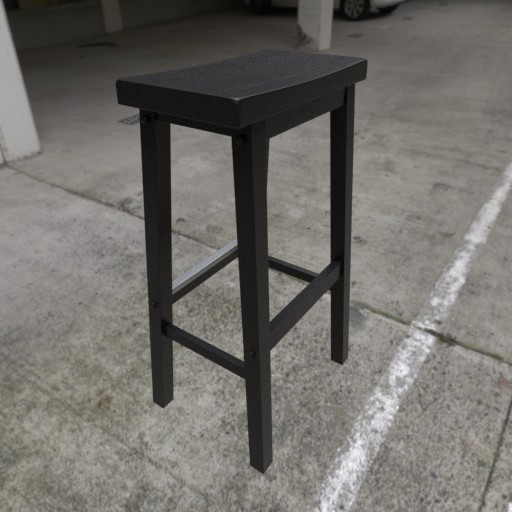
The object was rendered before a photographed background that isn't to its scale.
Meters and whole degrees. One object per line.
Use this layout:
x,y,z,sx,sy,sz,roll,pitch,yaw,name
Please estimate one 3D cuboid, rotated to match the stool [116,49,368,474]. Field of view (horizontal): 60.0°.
0.000,0.000,0.936,0.322,0.742,0.406,20,37,29,stool
